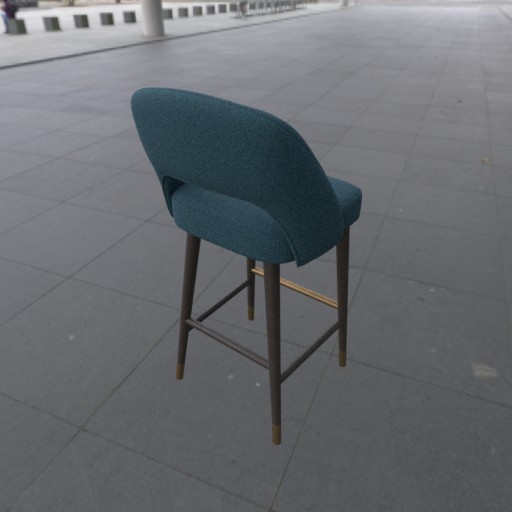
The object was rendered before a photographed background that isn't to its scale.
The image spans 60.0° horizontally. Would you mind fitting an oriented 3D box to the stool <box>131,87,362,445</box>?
[{"bbox_3d":[0.000,0.000,1.347,0.536,1.032,0.522,22,38,32],"label":"stool"}]
